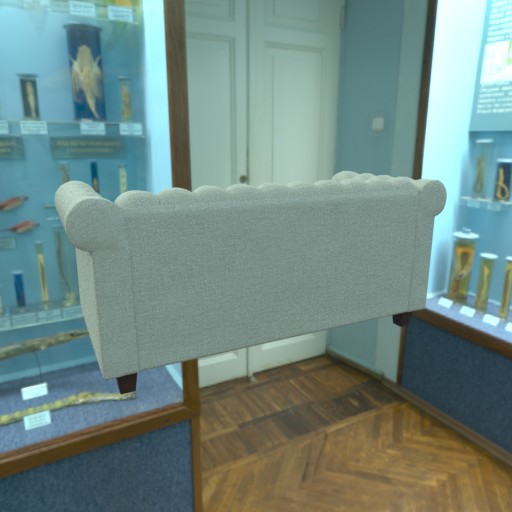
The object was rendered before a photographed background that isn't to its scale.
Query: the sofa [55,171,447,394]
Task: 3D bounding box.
[{"bbox_3d":[0.000,0.000,2.271,1.798,0.797,0.783,-7,16,-26],"label":"sofa"}]
